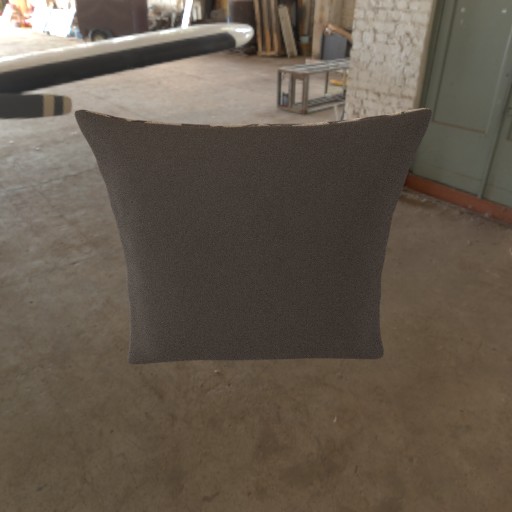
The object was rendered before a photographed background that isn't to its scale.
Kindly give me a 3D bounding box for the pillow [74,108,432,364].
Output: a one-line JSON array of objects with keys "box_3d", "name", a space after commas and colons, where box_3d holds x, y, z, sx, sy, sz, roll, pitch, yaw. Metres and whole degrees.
[{"box_3d": [0.000, 0.000, 0.781, 0.526, 0.507, 0.166, -1, 31, -1], "name": "pillow"}]
